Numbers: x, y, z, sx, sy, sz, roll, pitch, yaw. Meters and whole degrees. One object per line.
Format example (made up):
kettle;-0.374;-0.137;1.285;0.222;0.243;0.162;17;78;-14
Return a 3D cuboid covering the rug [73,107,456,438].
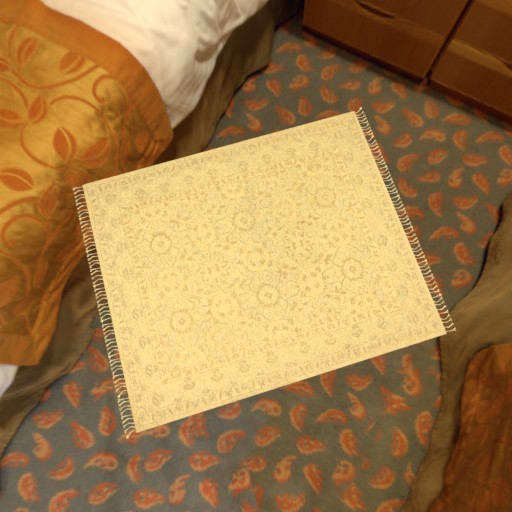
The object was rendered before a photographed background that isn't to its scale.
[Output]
rug;0.000;0.000;4.169;3.043;0.013;2.444;-16;75;-4
